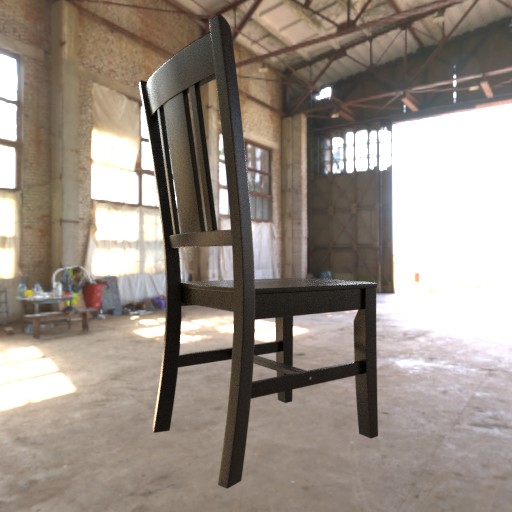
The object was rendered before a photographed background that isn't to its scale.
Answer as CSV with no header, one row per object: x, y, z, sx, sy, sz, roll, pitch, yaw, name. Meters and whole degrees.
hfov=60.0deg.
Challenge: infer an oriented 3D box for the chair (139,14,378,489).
0.000,0.000,1.241,0.555,0.998,0.450,0,-1,-35,chair
